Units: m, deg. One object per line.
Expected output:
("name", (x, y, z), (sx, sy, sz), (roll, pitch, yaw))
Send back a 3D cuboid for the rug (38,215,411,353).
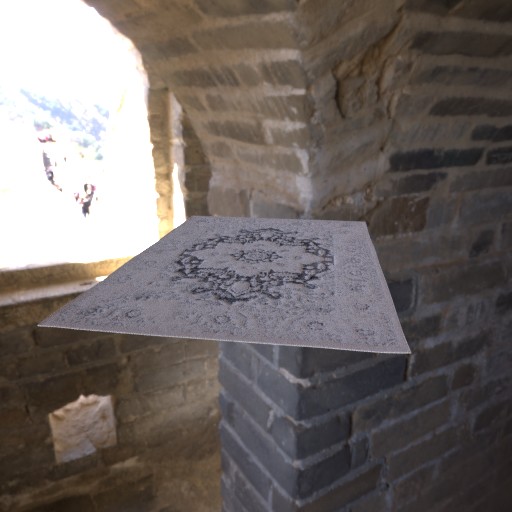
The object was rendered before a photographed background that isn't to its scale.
("rug", (0.000, 0.000, 2.262), (1.223, 0.008, 1.813), (3, 17, 9))
